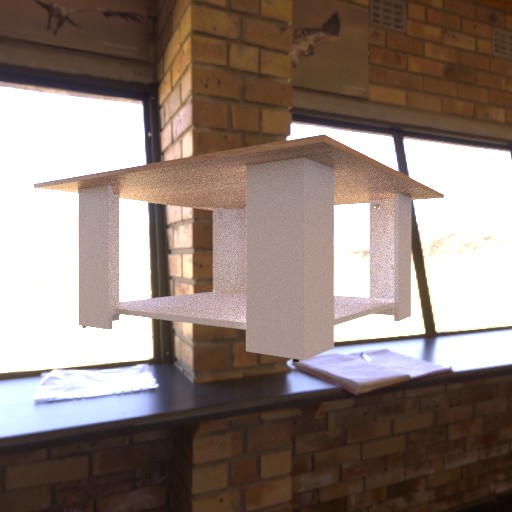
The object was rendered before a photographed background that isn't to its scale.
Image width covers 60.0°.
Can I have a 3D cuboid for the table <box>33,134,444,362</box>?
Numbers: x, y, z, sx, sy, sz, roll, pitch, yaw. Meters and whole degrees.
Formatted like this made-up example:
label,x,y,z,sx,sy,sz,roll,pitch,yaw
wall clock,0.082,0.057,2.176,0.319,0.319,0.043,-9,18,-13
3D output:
label,x,y,z,sx,sy,sz,roll,pitch,yaw
table,0.000,0.000,1.012,0.670,0.305,0.670,0,0,35
